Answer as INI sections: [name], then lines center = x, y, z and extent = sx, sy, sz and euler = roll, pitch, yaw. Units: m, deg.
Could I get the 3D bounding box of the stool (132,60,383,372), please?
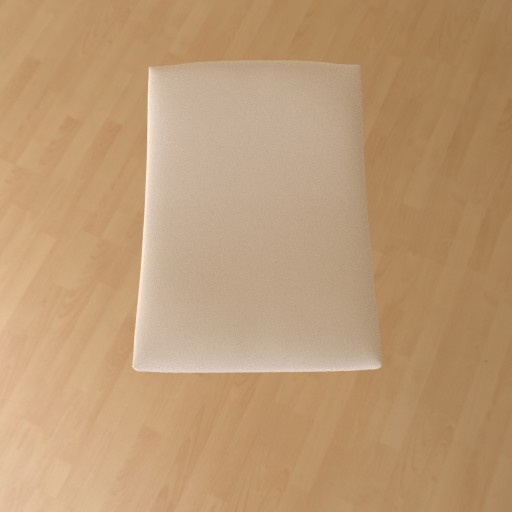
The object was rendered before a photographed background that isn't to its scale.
[stool]
center = 0.000, 0.000, 1.015
extent = 0.372, 0.742, 0.504
euler = -1, 76, 0
